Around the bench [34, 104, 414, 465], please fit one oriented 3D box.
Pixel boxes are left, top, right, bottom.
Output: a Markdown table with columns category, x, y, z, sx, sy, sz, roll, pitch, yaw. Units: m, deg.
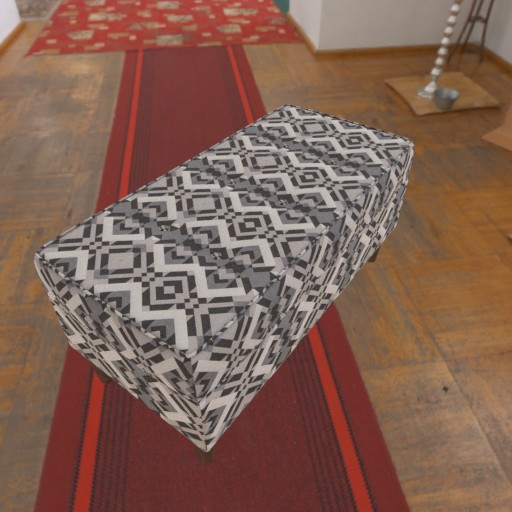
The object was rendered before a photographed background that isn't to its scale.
| category | x | y | z | sx | sy | sz | roll | pitch | yaw |
| --- | --- | --- | --- | --- | --- | --- | --- | --- | --- |
| bench | 0.000 | 0.000 | 1.294 | 0.492 | 0.477 | 1.016 | 26 | 48 | 27 |
